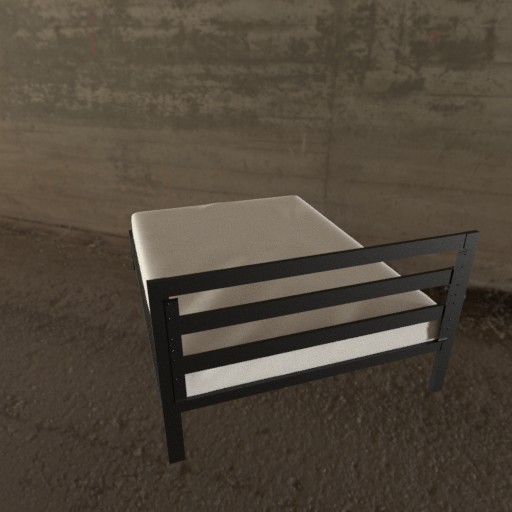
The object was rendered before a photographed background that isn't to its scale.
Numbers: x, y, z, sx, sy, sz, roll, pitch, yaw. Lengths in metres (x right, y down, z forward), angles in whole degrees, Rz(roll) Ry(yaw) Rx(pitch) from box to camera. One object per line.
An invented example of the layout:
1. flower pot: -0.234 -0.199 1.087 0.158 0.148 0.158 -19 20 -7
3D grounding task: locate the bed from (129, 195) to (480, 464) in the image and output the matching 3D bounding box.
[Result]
1. bed: 0.000 0.000 2.926 1.524 0.967 2.062 -8 28 -16
